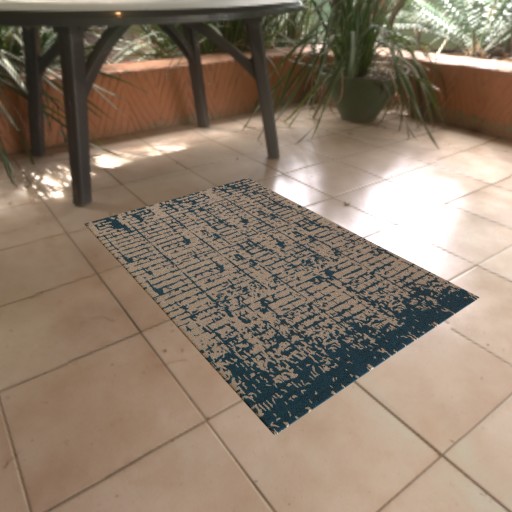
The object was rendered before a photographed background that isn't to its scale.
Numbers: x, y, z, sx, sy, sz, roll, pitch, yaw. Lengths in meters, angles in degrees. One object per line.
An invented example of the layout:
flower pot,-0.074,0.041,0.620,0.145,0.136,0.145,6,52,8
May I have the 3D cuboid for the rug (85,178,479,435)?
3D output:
rug,0.000,0.000,2.364,1.220,0.007,1.828,-22,38,-31
